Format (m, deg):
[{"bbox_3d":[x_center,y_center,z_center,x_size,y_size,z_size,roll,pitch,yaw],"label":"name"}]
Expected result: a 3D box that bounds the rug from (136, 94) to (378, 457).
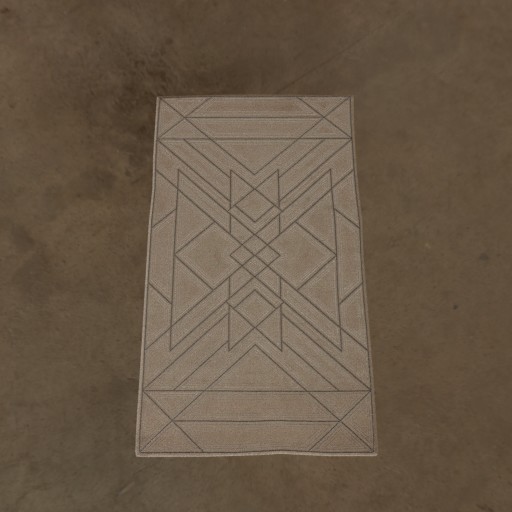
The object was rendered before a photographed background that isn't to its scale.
[{"bbox_3d":[0.000,0.000,1.041,0.511,0.008,0.869,0,75,0],"label":"rug"}]
